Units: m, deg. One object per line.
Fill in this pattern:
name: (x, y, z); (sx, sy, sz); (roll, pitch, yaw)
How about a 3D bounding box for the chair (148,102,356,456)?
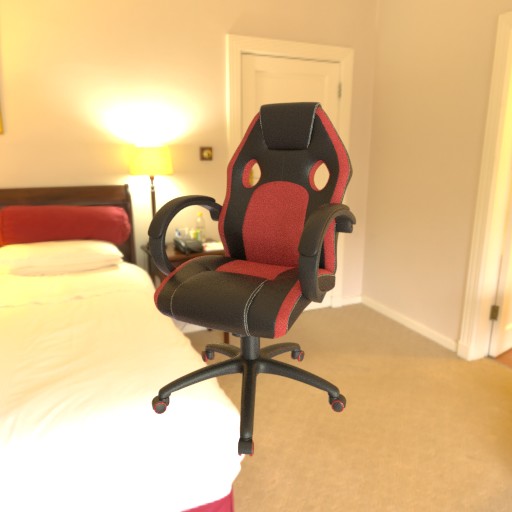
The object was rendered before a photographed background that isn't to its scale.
chair: (0.000, 0.000, 1.723); (0.750, 1.189, 0.783); (7, 16, 27)
